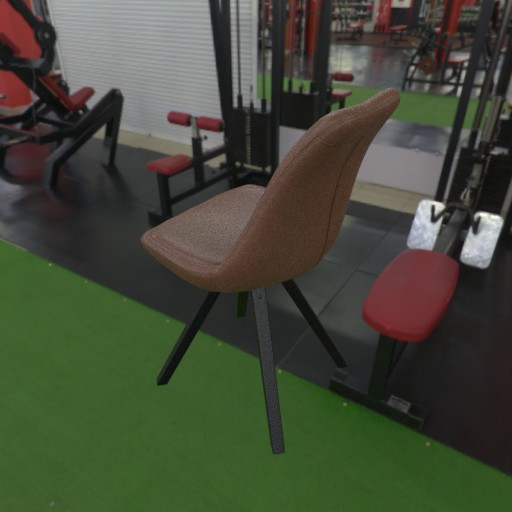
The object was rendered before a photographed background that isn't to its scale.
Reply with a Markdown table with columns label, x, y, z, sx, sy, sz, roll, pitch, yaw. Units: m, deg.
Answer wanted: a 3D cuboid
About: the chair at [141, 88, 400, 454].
| label | x | y | z | sx | sy | sz | roll | pitch | yaw |
| --- | --- | --- | --- | --- | --- | --- | --- | --- | --- |
| chair | 0.000 | 0.000 | 1.155 | 0.550 | 0.850 | 0.475 | 20 | 37 | 30 |
